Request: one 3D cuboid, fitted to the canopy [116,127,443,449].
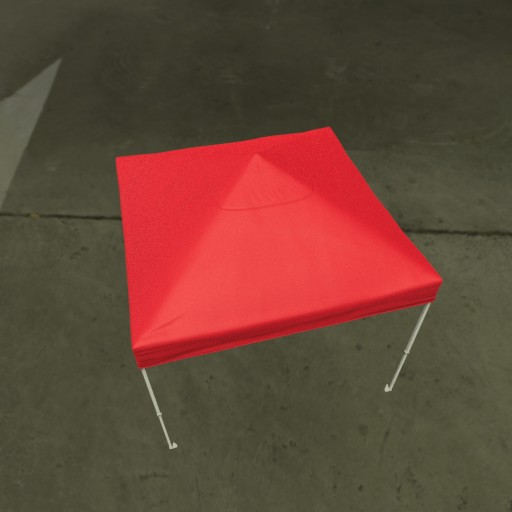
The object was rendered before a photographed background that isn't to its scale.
[{"bbox_3d":[0.000,0.000,5.560,2.998,2.997,2.996,-11,47,-10],"label":"canopy"}]
